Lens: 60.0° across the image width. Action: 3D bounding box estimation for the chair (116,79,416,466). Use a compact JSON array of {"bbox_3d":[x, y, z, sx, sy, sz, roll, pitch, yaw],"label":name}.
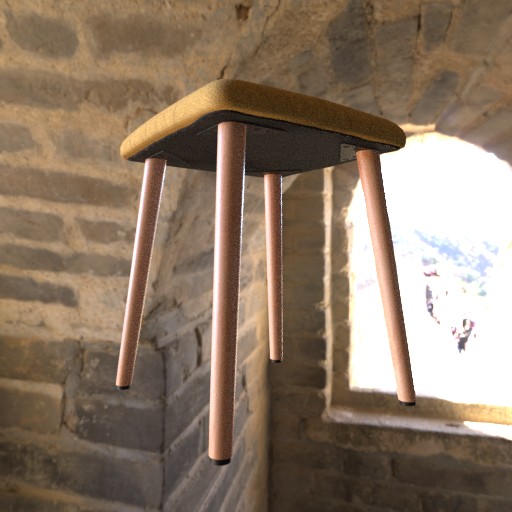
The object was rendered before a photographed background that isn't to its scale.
[{"bbox_3d":[0.000,0.000,0.698,0.350,0.440,0.350,0,0,-35],"label":"chair"}]
